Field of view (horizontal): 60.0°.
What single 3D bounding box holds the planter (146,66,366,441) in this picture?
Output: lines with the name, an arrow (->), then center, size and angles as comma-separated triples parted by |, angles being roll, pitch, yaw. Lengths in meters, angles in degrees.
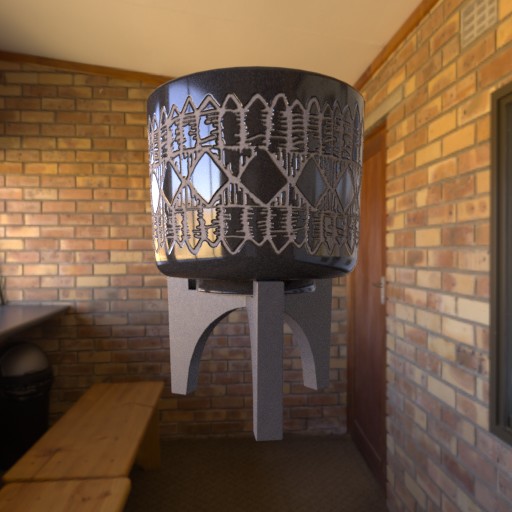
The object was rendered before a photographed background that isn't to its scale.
planter -> 0.000, 0.000, 0.269 | 0.129, 0.177, 0.129 | 0, 0, 0
